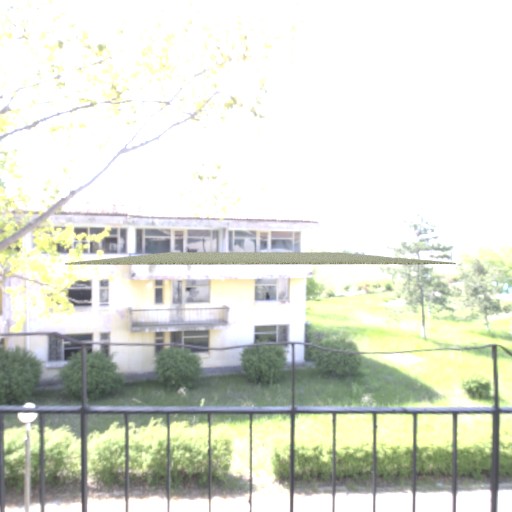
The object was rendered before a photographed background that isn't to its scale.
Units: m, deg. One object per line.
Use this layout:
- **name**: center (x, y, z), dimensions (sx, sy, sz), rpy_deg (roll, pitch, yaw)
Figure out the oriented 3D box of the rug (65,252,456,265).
- **rug**: center (0.000, 0.000, 2.160), dimensions (1.143, 0.006, 1.747), rpy_deg (0, 1, -1)
